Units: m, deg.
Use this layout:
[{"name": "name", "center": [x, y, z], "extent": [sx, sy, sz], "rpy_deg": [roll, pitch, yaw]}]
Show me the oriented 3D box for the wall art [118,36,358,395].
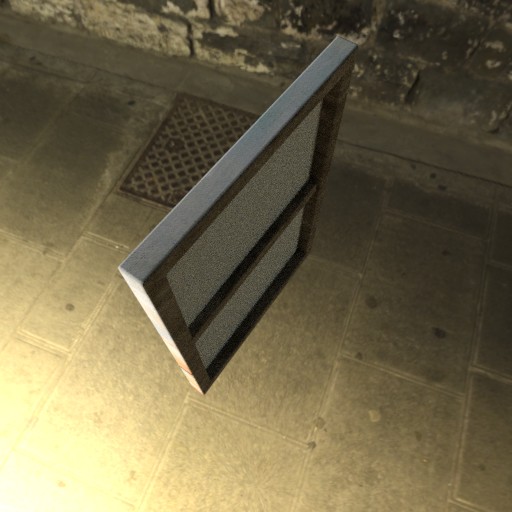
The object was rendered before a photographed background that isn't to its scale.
[{"name": "wall art", "center": [0.000, 0.000, 0.798], "extent": [0.035, 0.605, 0.443], "rpy_deg": [32, 67, 16]}]
